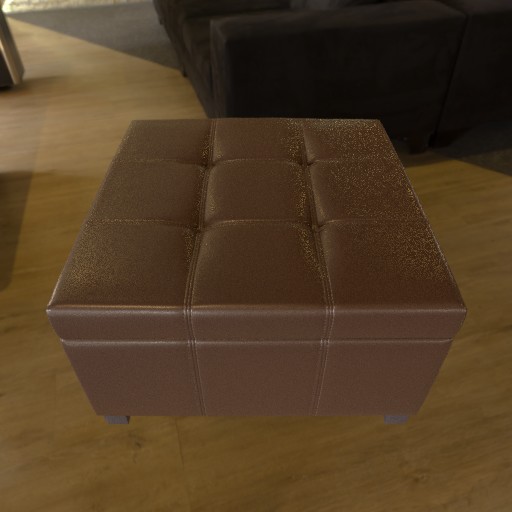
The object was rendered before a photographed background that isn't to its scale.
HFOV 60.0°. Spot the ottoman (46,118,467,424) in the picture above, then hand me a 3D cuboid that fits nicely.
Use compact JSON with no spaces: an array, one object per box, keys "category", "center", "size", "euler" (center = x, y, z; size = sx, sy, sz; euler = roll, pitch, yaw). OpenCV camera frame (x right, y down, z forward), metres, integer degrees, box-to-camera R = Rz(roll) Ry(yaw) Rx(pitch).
[{"category":"ottoman","center":[0.000,0.000,1.231],"size":[0.787,0.460,0.788],"euler":[0,42,0]}]
